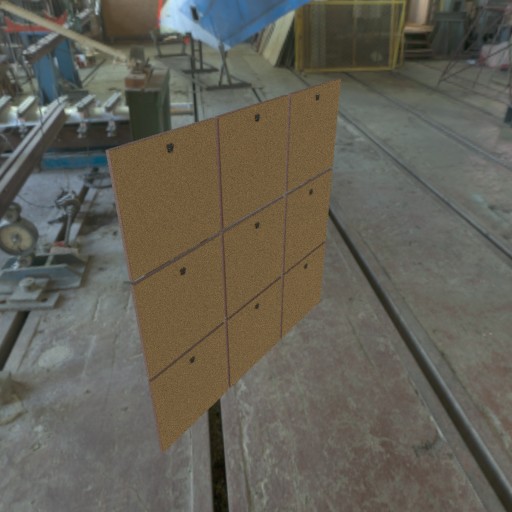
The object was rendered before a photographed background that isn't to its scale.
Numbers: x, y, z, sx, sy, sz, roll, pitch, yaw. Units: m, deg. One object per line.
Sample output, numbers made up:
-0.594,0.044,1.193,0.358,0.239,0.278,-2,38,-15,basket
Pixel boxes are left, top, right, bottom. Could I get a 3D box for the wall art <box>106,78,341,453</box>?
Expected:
0.000,0.000,1.840,0.024,1.218,1.221,22,38,31,wall art
